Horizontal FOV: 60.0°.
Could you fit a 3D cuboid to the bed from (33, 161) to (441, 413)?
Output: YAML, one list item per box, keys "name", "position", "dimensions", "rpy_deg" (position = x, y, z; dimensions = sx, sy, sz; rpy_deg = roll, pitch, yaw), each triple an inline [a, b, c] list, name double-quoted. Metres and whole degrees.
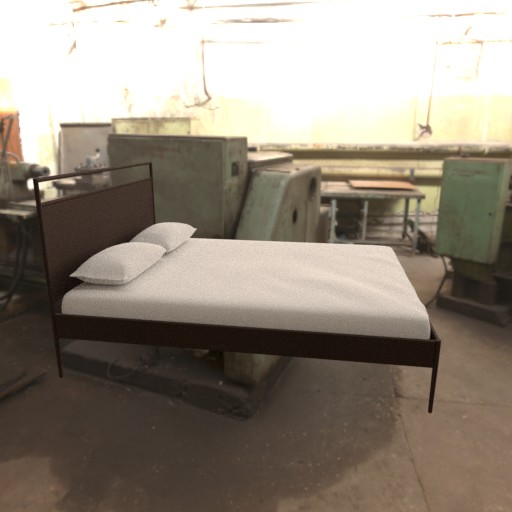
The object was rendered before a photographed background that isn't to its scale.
- name: "bed"
  position: [0.000, 0.000, 3.056]
  dimensions: [2.122, 1.173, 1.572]
  rpy_deg: [3, 16, 9]
